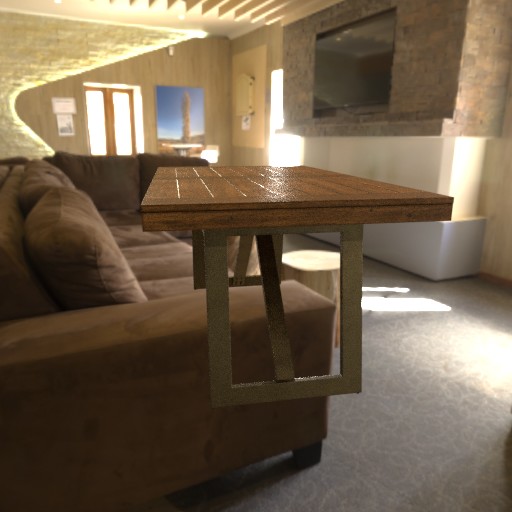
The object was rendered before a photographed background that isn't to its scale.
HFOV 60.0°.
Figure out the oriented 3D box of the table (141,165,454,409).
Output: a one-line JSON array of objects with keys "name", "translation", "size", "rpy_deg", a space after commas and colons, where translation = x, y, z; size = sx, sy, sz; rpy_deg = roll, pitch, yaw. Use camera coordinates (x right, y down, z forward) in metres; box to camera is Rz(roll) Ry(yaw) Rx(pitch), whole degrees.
[{"name": "table", "translation": [0.000, 0.000, 2.150], "size": [0.931, 0.757, 1.641], "rpy_deg": [-3, 15, -10]}]
